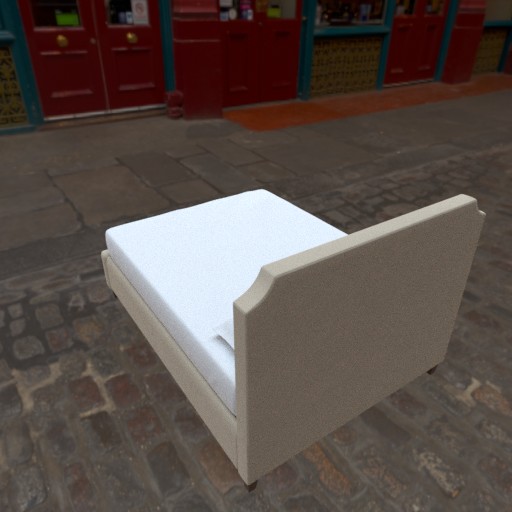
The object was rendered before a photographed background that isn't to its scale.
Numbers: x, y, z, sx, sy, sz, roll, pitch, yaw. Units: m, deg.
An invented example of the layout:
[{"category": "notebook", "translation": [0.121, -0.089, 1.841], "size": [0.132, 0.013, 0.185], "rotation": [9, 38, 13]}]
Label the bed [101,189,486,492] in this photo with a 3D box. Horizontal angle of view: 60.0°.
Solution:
[{"category": "bed", "translation": [0.000, 0.000, 3.309], "size": [1.703, 1.415, 2.329], "rotation": [-19, 36, -29]}]
